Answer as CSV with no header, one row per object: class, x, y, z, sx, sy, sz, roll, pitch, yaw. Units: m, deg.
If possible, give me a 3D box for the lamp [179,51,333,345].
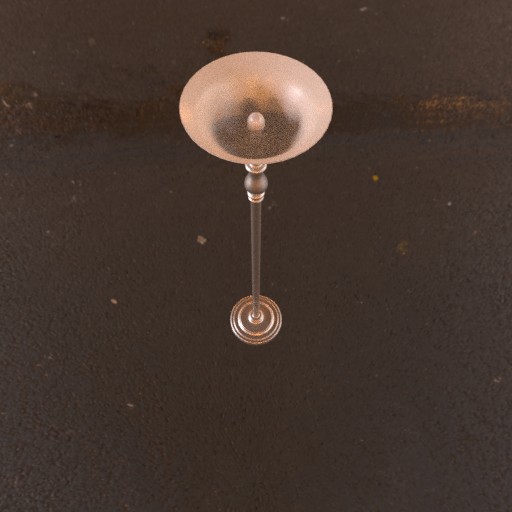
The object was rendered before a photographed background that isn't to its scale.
lamp,0.000,0.000,1.962,0.405,1.771,0.405,32,67,15
